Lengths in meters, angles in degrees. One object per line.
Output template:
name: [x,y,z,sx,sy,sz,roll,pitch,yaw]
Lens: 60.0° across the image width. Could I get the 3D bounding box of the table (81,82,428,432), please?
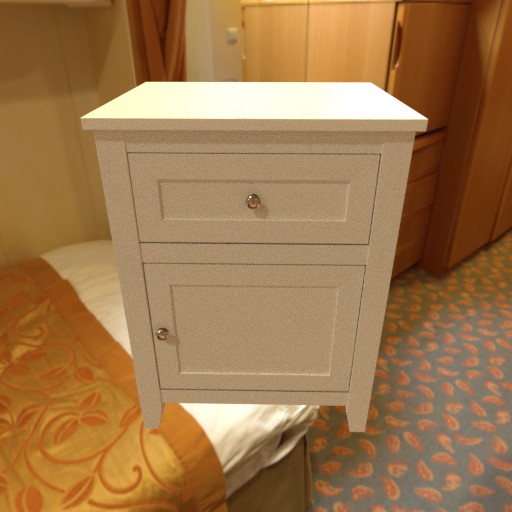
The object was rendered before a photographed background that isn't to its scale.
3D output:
table: [0.000,0.000,0.927,0.480,0.635,0.381,1,28,1]
